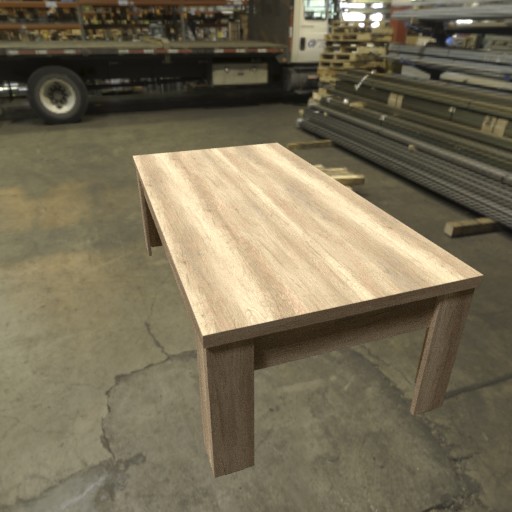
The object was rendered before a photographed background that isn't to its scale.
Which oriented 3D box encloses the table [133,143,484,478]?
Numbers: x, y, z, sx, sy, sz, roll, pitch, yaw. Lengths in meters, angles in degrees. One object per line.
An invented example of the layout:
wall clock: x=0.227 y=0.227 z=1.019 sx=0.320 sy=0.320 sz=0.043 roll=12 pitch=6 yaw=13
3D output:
table: x=0.000 y=0.000 z=1.645 sx=0.700 sy=0.460 sz=1.350 roll=-10 pitch=30 yaw=-17
